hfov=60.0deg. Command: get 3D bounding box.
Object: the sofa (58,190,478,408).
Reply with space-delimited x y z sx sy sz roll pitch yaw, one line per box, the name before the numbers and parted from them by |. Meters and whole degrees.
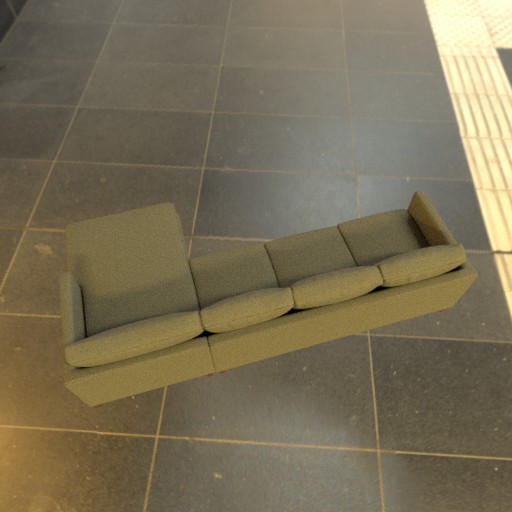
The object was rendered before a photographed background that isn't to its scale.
sofa | 0.000 0.000 3.855 3.186 0.861 1.625 -14 58 -9
